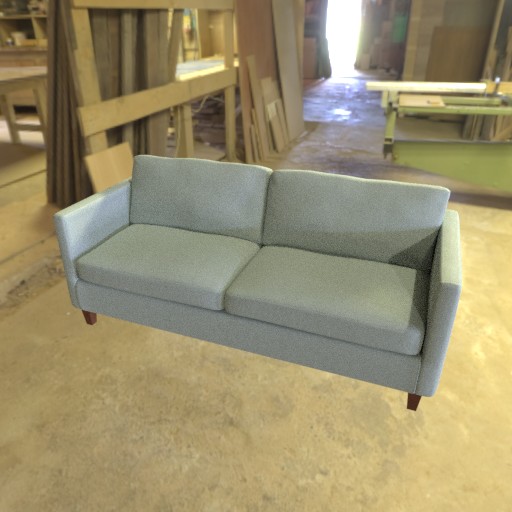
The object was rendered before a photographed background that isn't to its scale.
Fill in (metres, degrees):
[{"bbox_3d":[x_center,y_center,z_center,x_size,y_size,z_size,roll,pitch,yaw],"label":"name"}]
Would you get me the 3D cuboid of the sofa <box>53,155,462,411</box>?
[{"bbox_3d":[0.000,0.000,2.687,2.208,0.965,0.951,10,29,19],"label":"sofa"}]
